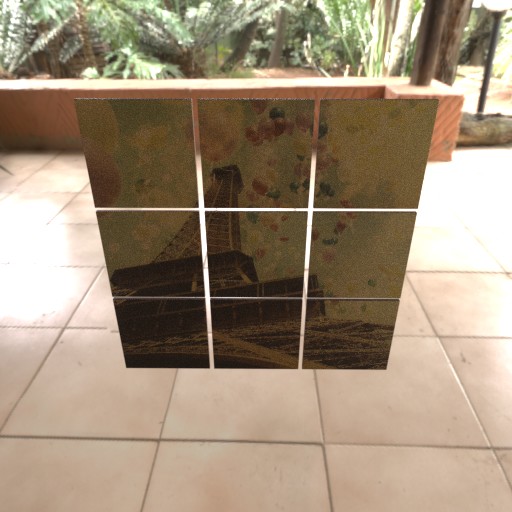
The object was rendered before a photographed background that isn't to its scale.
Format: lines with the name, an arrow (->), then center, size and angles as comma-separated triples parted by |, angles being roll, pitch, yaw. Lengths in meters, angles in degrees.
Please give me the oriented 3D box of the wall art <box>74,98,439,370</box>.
wall art -> 0.000, 0.000, 1.837 | 1.256, 1.246, 0.017 | 0, 30, 0
